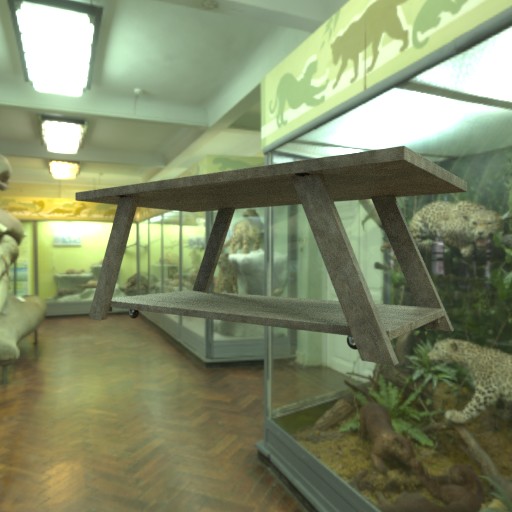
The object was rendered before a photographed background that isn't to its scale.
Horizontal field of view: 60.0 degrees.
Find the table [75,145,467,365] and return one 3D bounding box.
[{"bbox_3d":[0.000,0.000,1.530,1.219,0.470,0.610,0,1,37],"label":"table"}]
